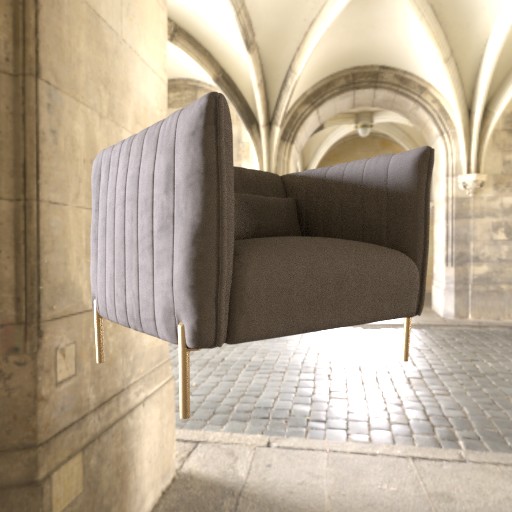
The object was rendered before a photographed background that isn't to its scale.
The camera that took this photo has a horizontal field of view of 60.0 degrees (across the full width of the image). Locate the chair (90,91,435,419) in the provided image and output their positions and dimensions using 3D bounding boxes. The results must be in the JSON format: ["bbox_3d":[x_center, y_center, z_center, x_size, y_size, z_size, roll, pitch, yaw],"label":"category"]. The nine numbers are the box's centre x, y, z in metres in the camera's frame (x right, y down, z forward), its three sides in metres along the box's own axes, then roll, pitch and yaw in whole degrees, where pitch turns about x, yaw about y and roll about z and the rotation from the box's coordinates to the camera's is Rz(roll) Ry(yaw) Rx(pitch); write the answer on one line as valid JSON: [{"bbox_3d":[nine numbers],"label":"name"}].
[{"bbox_3d":[0.000,0.000,1.602,0.981,0.779,0.873,-1,1,-37],"label":"chair"}]
